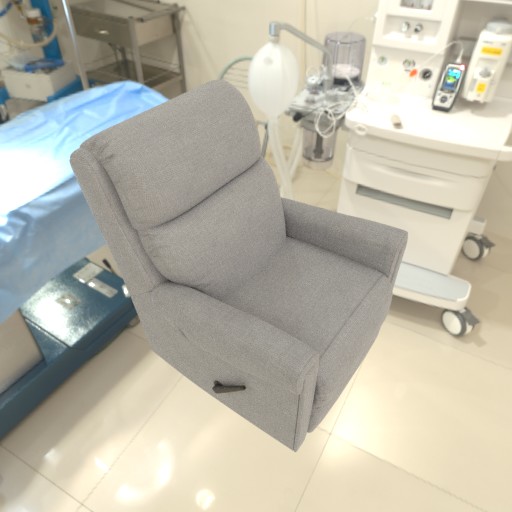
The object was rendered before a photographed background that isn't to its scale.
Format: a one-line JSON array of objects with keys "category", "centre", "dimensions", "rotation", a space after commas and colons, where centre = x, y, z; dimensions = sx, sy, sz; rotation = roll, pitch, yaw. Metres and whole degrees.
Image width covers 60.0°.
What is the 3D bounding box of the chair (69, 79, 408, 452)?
[{"category": "chair", "centre": [0.000, 0.000, 1.747], "dimensions": [1.014, 1.054, 0.838], "rotation": [26, 48, 26]}]
